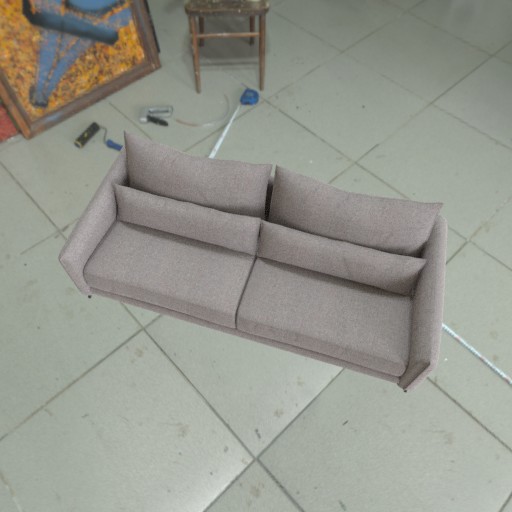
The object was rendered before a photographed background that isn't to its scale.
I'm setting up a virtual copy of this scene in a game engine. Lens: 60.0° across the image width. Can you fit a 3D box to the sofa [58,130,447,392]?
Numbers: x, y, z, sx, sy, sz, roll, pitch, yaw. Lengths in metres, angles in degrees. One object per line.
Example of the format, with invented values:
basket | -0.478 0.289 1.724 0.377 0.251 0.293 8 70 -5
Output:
sofa | 0.000 0.000 2.467 2.022 0.833 0.809 15 59 9
